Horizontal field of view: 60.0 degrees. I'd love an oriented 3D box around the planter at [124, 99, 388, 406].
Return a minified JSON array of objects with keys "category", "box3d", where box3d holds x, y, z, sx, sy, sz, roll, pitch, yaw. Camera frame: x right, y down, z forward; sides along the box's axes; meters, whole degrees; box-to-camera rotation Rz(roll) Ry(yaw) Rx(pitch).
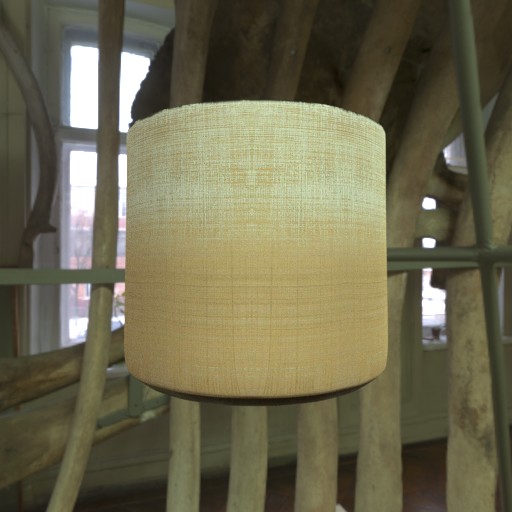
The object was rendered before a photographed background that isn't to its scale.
[{"category":"planter","box3d":[0.000,0.000,0.387,0.221,0.201,0.221,0,0,0]}]
